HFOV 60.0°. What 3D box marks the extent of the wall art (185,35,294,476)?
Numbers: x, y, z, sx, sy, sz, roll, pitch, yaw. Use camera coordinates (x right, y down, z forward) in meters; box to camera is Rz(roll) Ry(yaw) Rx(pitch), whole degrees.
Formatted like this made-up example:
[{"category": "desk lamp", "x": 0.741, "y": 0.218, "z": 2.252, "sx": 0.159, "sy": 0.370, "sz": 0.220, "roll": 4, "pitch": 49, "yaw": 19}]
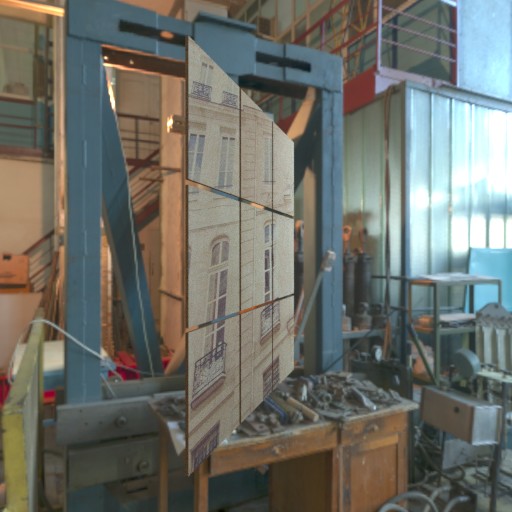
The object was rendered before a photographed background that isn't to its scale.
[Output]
[{"category": "wall art", "x": 0.000, "y": 0.000, "z": 2.255, "sx": 0.023, "sy": 1.522, "sz": 1.526, "roll": 0, "pitch": 0, "yaw": 19}]
